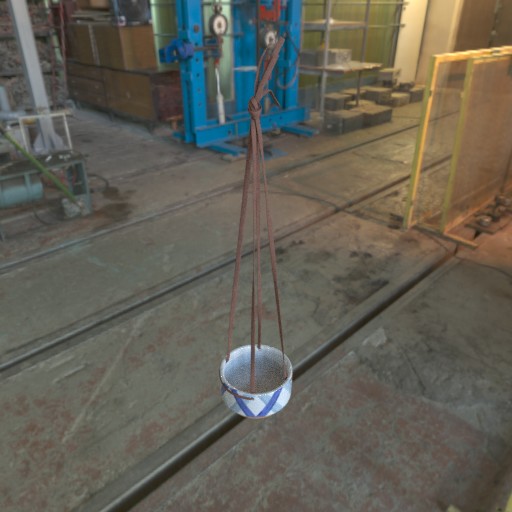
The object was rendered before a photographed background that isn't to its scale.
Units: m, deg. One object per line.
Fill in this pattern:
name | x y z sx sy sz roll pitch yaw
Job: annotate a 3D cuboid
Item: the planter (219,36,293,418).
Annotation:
planter | 0.000 0.000 0.850 0.166 0.751 0.166 0 30 0
